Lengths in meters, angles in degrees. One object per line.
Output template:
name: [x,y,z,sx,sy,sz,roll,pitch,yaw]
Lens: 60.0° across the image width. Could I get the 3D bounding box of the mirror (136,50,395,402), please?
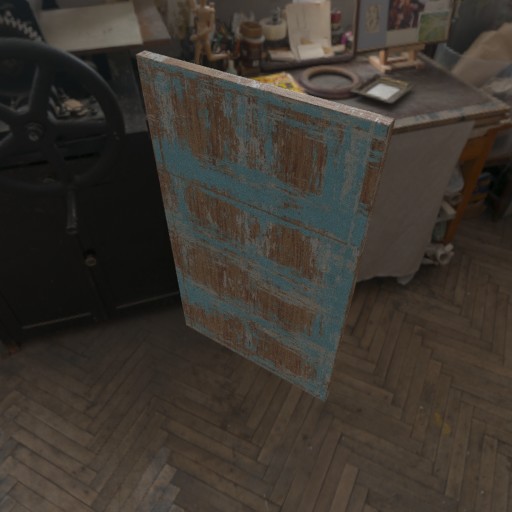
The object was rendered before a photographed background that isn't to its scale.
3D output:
mirror: [0.000,0.000,1.505,0.707,1.213,0.083,24,50,22]
